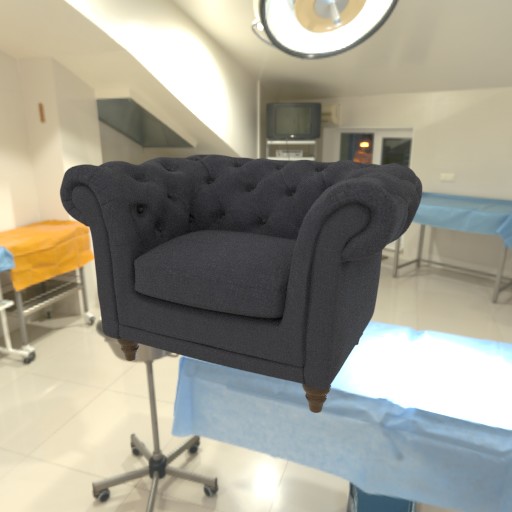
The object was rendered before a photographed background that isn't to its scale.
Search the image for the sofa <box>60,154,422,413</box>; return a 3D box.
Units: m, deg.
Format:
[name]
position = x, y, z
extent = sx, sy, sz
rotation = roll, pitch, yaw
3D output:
[sofa]
position = 0.000, 0.000, 2.069
extent = 1.405, 0.878, 1.032
rotation = 8, 18, 24
